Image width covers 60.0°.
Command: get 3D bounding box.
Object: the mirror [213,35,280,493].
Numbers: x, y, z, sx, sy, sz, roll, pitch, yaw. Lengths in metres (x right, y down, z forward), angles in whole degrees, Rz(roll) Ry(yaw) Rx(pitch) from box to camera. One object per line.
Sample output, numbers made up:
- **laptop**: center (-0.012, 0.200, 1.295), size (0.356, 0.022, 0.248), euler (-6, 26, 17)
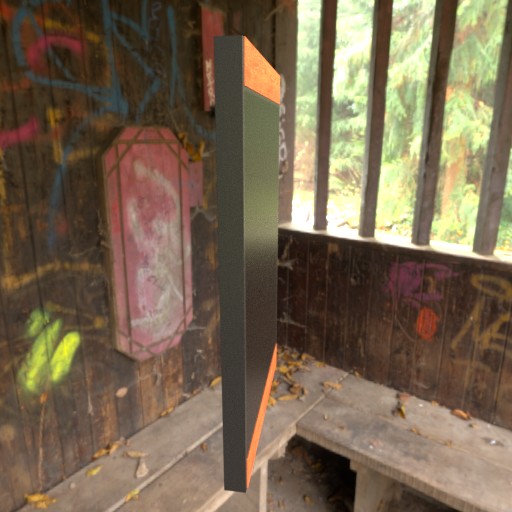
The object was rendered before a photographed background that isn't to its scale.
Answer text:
- **mirror**: center (0.000, 0.000, 1.015), size (0.047, 0.823, 0.525), euler (2, 16, 9)
